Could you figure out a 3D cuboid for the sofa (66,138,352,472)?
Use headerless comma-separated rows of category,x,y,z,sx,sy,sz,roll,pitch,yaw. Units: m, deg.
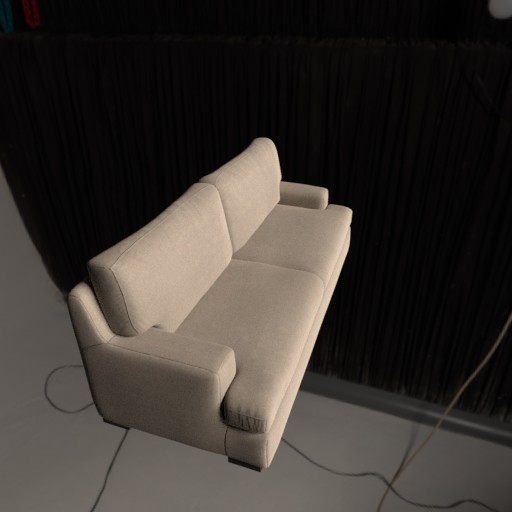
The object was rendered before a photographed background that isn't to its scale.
sofa,0.000,0.000,2.897,0.962,0.980,2.354,10,31,17
